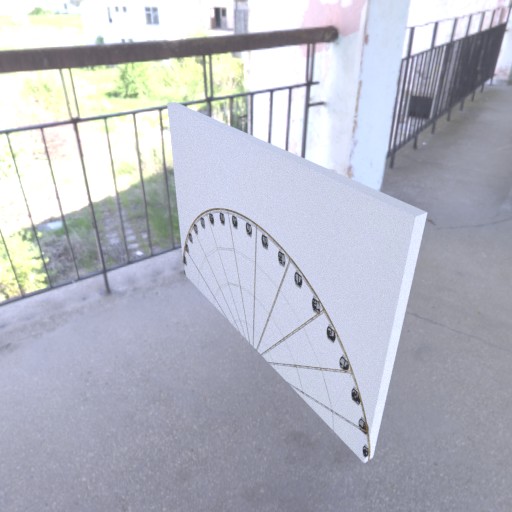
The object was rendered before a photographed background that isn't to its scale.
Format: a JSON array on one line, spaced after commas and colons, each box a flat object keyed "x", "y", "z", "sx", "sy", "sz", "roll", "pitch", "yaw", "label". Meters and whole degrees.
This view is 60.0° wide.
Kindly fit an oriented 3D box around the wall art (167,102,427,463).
[{"x": 0.000, "y": 0.000, "z": 1.454, "sx": 0.038, "sy": 0.767, "sz": 1.144, "roll": -19, "pitch": 36, "yaw": -28, "label": "wall art"}]
